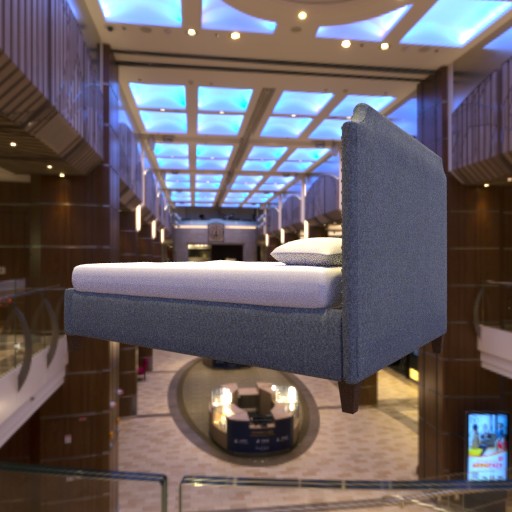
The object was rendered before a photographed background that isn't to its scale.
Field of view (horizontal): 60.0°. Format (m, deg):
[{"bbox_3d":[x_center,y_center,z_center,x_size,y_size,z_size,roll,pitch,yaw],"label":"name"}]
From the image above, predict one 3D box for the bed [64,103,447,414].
[{"bbox_3d":[0.000,0.000,3.322,2.372,1.443,1.712,0,0,36],"label":"bed"}]
